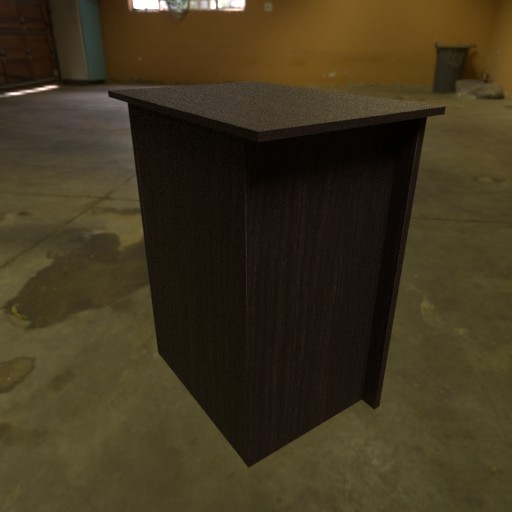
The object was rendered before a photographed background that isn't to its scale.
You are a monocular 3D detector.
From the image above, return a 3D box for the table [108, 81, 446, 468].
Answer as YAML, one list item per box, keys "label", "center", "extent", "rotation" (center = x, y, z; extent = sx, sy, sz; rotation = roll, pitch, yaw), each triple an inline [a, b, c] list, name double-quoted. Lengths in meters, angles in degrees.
- label: "table"
  center: [0.000, 0.000, 1.048]
  extent: [0.406, 0.711, 0.591]
  rotation: [-17, 31, -31]
